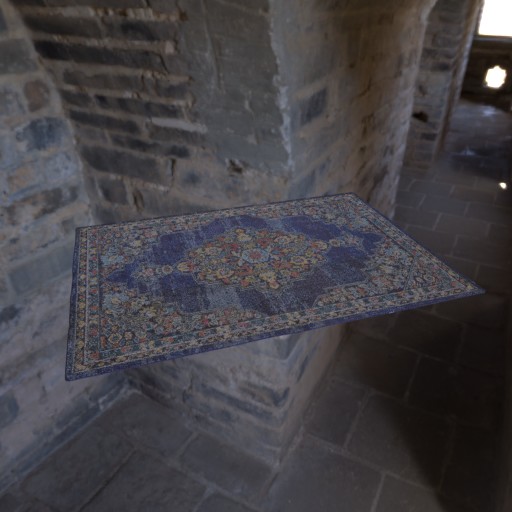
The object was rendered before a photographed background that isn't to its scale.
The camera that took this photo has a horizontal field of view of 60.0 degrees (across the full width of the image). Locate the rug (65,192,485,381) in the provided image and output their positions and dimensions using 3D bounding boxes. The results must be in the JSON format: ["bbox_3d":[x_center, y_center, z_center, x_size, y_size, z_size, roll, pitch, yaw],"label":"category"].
[{"bbox_3d":[0.000,0.000,3.740,2.940,0.011,2.053,-9,31,-15],"label":"rug"}]
